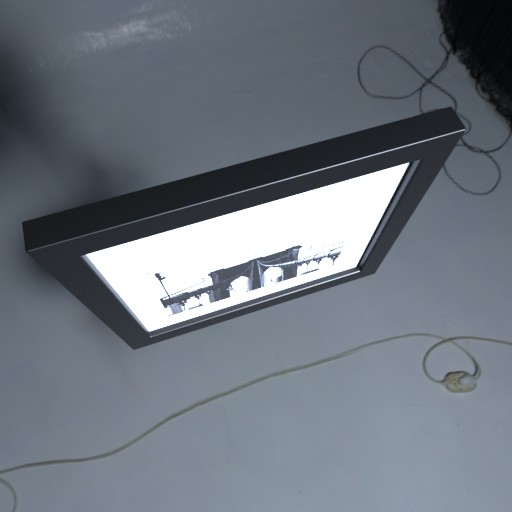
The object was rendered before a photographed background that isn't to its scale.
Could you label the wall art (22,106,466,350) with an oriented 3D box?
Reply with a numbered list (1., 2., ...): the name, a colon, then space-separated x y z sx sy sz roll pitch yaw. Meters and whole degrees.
1. wall art: 0.000 0.000 0.519 0.380 0.330 0.028 -17 66 -8
